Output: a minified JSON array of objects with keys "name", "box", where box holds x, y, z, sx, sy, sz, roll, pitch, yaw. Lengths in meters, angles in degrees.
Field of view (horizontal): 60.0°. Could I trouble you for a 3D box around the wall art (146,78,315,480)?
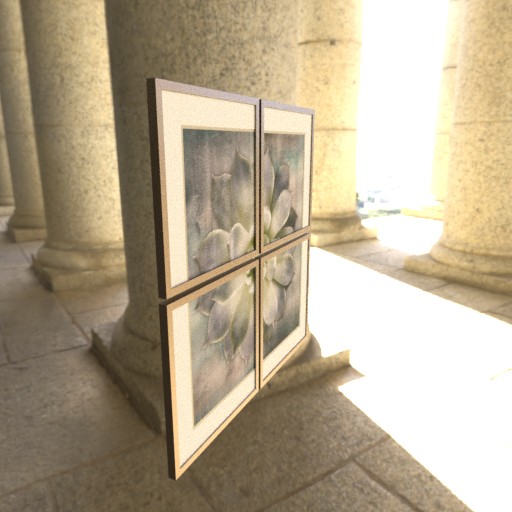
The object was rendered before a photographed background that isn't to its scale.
[{"name":"wall art","box":[0.000,0.000,1.538,0.030,1.032,1.032,7,16,26]}]
